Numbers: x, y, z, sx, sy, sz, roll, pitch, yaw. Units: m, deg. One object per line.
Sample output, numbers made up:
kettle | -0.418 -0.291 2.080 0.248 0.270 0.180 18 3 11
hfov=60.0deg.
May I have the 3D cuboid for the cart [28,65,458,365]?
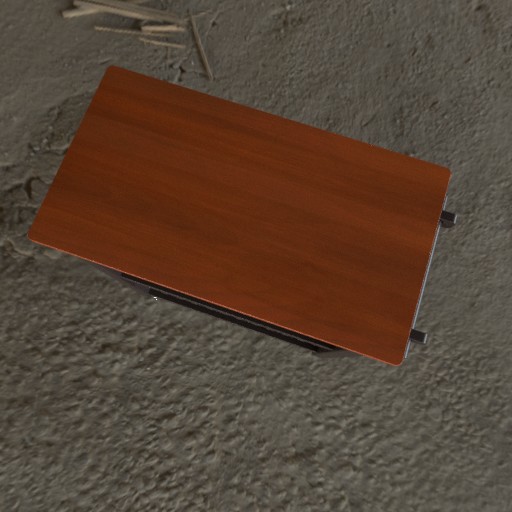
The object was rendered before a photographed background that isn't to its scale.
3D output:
cart | 0.000 0.000 1.425 0.899 0.927 0.457 18 77 4
